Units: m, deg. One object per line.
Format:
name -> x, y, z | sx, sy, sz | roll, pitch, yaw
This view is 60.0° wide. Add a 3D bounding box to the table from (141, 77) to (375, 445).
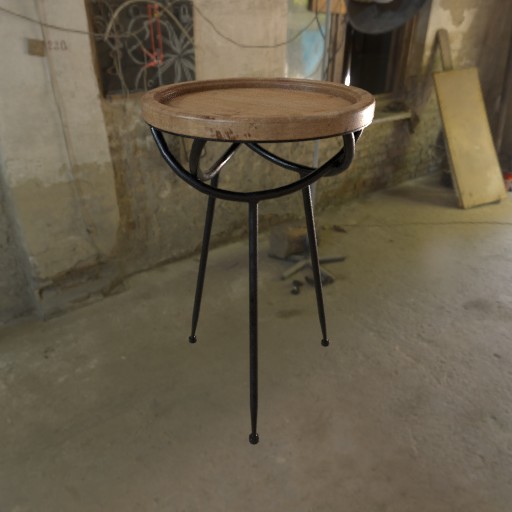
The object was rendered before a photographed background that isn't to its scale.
table -> 0.000, 0.000, 0.951 | 0.414, 0.664, 0.418 | 8, 30, 13
